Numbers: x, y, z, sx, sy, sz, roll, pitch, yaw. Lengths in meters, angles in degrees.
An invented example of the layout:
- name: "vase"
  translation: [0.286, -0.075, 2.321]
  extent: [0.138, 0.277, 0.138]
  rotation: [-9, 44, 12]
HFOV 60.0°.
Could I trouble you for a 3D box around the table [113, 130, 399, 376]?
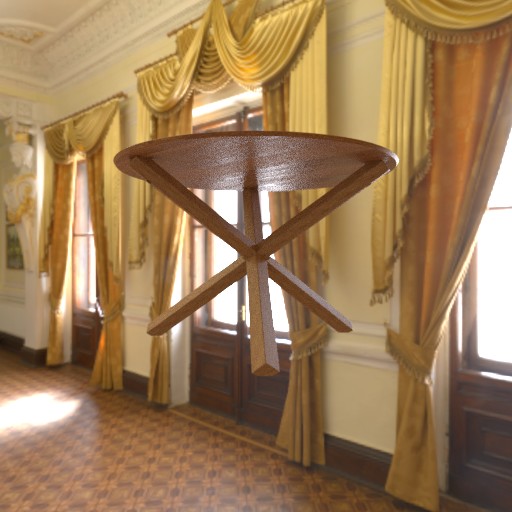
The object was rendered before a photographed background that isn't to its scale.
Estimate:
- name: "table"
  translation: [0.000, 0.000, 1.693]
  extent: [1.038, 0.666, 1.038]
  rotation: [0, 0, 0]
